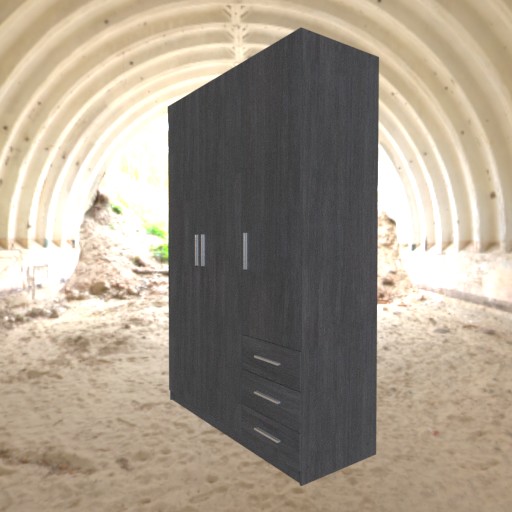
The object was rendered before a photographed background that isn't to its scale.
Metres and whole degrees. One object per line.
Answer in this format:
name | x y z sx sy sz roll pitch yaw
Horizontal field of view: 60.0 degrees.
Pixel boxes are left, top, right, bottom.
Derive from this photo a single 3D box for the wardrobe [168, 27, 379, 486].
wardrobe | 0.000 0.000 2.503 0.510 1.910 1.290 -1 2 -36
